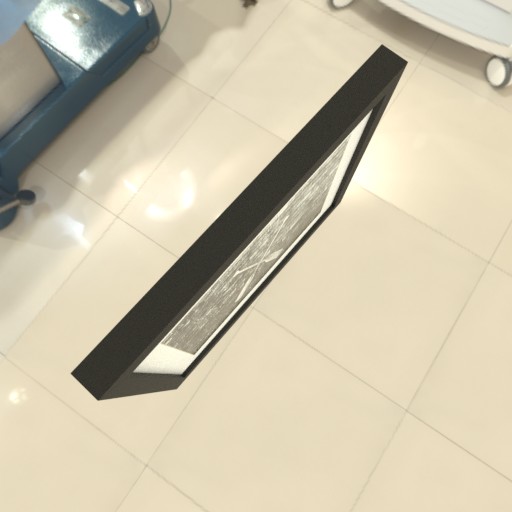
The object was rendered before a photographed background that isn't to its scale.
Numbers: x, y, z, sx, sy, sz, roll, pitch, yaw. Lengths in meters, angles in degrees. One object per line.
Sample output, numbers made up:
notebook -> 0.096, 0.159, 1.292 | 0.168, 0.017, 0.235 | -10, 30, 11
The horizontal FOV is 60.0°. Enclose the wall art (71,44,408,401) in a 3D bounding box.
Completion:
wall art -> 0.000, 0.000, 0.519 | 0.029, 0.330, 0.381 | 40, 78, 10
